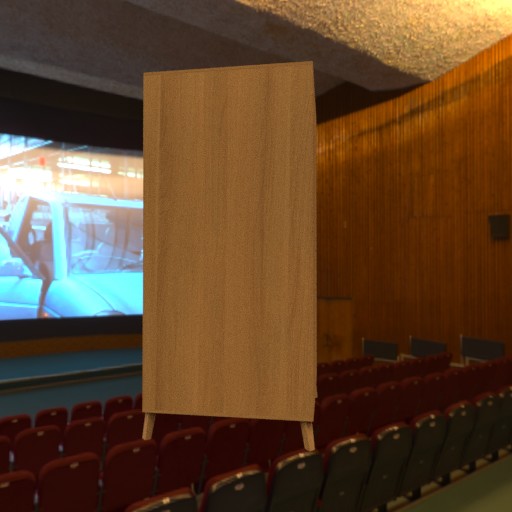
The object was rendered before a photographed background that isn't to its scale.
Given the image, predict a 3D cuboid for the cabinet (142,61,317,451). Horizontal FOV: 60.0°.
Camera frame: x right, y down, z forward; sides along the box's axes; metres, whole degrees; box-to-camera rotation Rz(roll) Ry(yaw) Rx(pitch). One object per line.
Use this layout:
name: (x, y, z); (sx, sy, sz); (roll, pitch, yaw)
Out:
cabinet: (0.000, 0.000, 2.616); (1.272, 1.957, 0.969); (1, -1, -36)
